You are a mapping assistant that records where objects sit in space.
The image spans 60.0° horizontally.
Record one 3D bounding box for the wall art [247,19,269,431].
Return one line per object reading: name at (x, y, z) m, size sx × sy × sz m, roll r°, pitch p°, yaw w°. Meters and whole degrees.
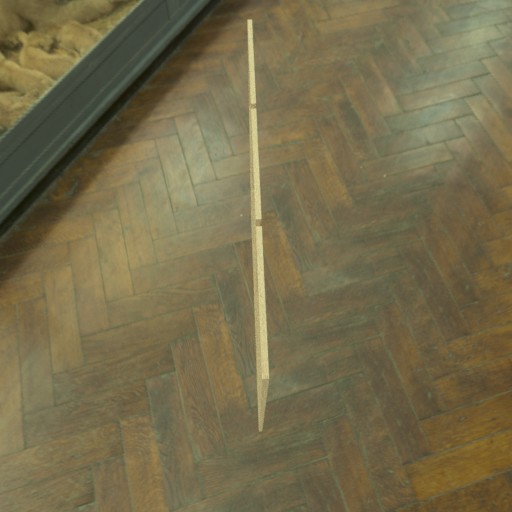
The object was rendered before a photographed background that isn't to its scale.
wall art at (0.000, 0.000, 1.792) m, size 0.016 × 1.207 × 1.217 m, roll -2°, pitch 63°, yaw -1°
